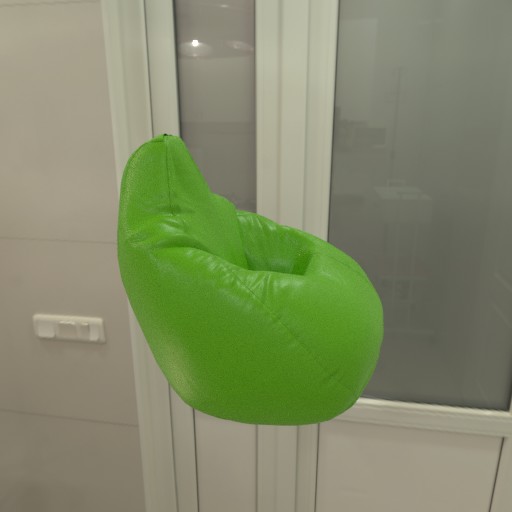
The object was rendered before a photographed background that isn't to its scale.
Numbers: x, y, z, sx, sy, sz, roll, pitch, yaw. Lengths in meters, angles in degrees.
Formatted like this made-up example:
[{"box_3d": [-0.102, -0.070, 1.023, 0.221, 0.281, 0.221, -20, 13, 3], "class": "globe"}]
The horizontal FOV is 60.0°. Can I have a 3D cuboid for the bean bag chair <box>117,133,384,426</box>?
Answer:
[{"box_3d": [0.000, 0.000, 1.860, 1.070, 0.990, 1.070, 3, 17, 9], "class": "bean bag chair"}]
